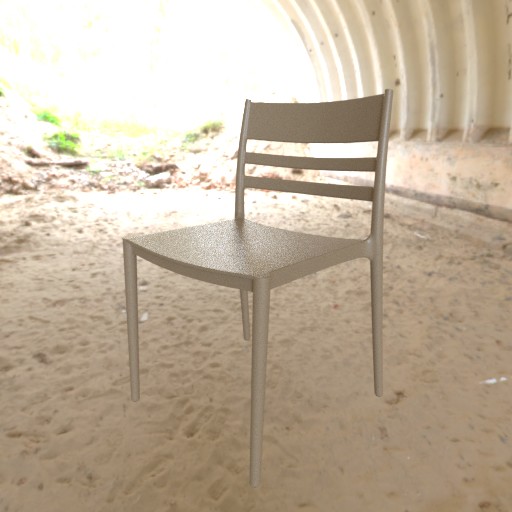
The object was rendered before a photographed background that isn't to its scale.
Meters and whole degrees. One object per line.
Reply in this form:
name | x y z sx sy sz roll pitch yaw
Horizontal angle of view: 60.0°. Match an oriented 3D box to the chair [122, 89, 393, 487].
chair | 0.000 0.000 1.131 0.531 0.800 0.511 14 21 41
